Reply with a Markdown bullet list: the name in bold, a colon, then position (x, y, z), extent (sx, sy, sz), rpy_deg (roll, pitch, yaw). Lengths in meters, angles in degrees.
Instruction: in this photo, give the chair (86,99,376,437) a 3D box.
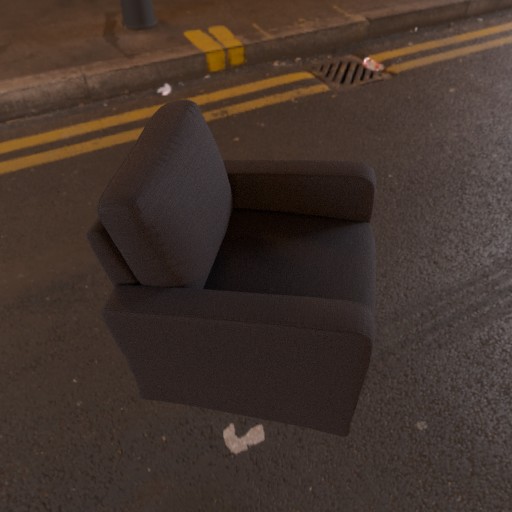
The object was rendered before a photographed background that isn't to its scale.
- **chair**: position (0.000, 0.000, 1.544), extent (0.863, 0.855, 0.798), rpy_deg (8, 47, 8)
